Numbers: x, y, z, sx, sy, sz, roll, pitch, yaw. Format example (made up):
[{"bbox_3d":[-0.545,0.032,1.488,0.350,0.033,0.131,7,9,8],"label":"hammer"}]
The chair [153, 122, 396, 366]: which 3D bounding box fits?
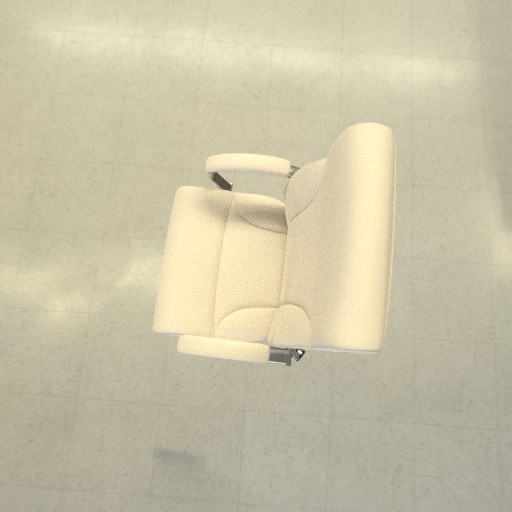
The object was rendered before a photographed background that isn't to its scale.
[{"bbox_3d":[0.000,0.000,1.572,0.745,1.099,0.727,7,77,2],"label":"chair"}]
